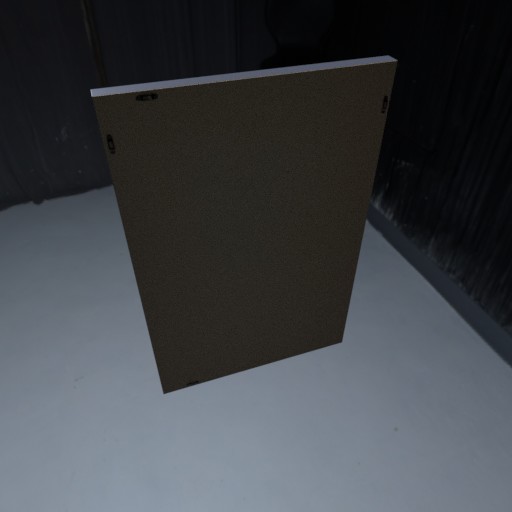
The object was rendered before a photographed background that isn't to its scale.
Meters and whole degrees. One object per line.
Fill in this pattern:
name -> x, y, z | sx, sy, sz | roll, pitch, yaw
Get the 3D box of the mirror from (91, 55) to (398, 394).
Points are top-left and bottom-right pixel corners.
mirror -> 0.000, 0.000, 1.146 | 0.609, 0.915, 0.040 | -13, 42, -14
